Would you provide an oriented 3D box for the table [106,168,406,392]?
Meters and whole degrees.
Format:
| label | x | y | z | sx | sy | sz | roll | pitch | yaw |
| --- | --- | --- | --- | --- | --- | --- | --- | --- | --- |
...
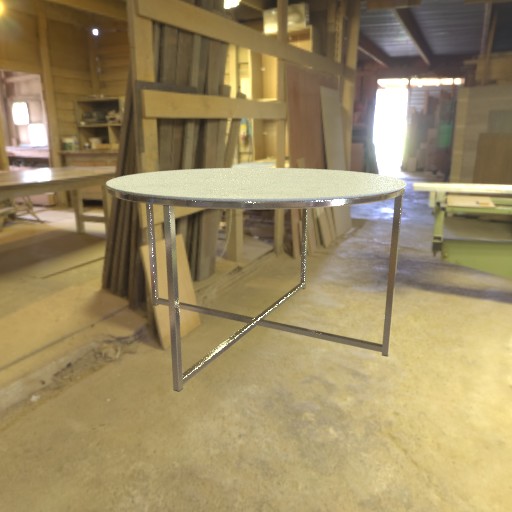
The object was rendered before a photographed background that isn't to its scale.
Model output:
| label | x | y | z | sx | sy | sz | roll | pitch | yaw |
| --- | --- | --- | --- | --- | --- | --- | --- | --- | --- |
| table | 0.000 | 0.000 | 1.301 | 0.800 | 0.450 | 0.800 | 0 | 15 | 0 |
